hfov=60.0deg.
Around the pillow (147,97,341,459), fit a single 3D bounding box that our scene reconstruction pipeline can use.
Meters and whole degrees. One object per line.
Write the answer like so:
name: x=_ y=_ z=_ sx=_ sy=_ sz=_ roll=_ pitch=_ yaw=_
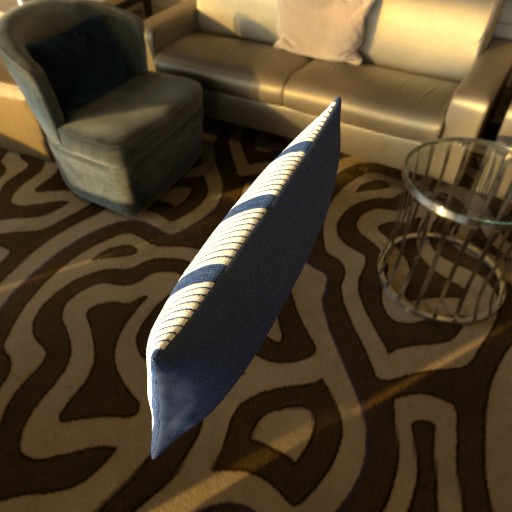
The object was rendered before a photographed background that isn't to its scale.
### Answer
pillow: x=0.000 y=0.000 z=0.720 sx=0.156 sy=0.292 sz=0.608 roll=18 pitch=47 yaw=17
